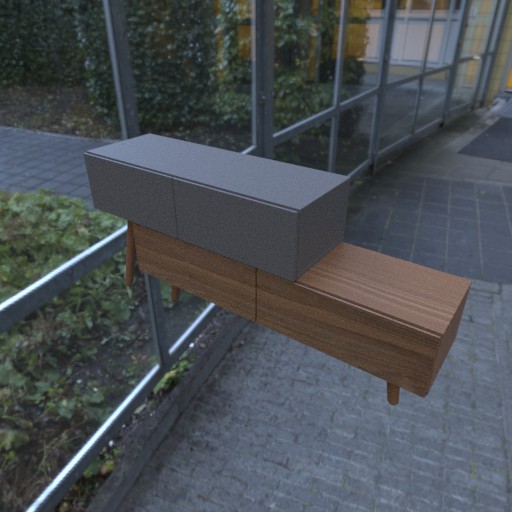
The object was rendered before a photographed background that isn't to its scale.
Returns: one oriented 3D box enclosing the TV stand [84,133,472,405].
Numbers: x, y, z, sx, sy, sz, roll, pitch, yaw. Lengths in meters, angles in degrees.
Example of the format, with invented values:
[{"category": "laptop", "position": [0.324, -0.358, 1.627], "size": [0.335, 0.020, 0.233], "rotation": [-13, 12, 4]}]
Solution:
[{"category": "TV stand", "position": [0.000, 0.000, 1.558], "size": [1.336, 0.591, 0.329], "rotation": [20, 35, 30]}]
